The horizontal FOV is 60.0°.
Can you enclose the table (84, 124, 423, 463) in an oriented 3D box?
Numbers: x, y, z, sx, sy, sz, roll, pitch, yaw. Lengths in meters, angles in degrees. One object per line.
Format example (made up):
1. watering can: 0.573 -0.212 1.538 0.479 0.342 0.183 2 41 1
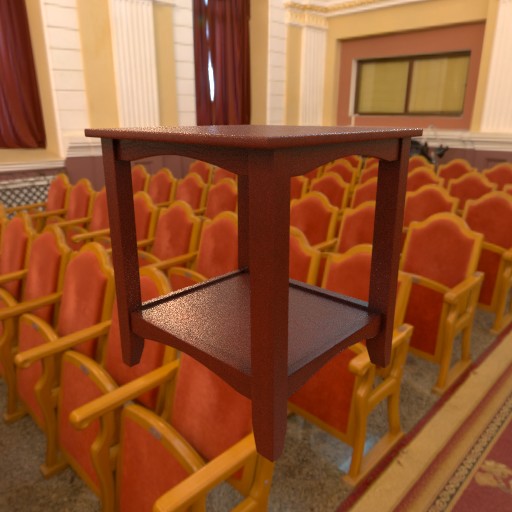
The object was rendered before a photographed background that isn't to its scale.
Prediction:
1. table: 0.000 0.000 1.009 0.522 0.558 0.523 -17 24 -42
